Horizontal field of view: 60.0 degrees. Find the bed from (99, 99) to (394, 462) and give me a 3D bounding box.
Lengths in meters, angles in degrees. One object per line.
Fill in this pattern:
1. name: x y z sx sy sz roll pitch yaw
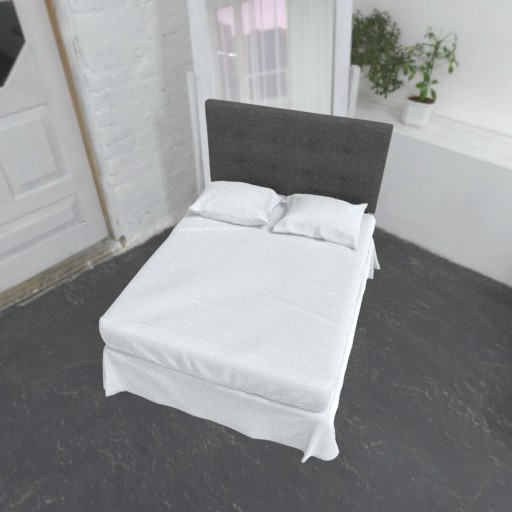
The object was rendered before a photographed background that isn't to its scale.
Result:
1. bed: 0.000 0.000 3.508 1.936 1.577 2.222 13 43 14
